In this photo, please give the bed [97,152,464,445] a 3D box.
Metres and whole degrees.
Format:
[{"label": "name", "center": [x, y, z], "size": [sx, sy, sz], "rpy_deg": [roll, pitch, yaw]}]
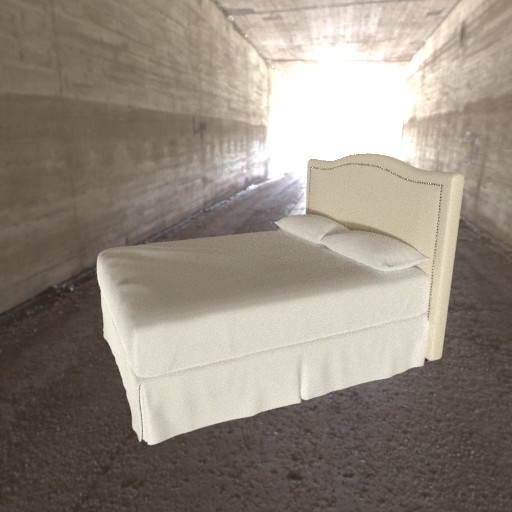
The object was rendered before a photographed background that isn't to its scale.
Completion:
[{"label": "bed", "center": [0.000, 0.000, 3.302], "size": [2.143, 1.460, 1.753], "rpy_deg": [-7, 18, -24]}]
